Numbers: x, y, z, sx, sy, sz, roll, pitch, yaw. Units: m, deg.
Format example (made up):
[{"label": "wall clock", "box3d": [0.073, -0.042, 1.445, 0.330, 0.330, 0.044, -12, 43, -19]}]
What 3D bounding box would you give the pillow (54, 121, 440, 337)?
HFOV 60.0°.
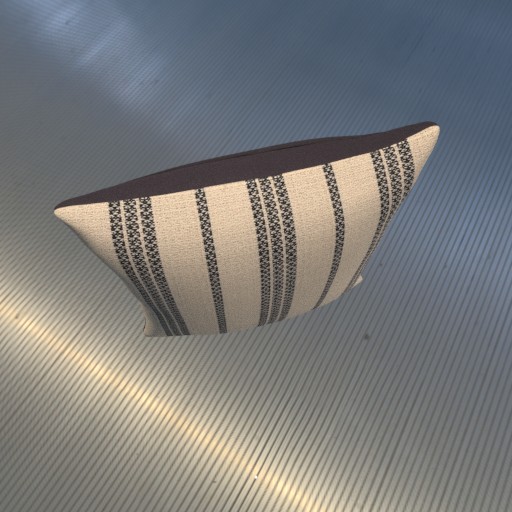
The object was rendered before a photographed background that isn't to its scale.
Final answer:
[{"label": "pillow", "box3d": [0.000, 0.000, 0.623, 0.405, 0.406, 0.173, -14, 64, -7]}]
